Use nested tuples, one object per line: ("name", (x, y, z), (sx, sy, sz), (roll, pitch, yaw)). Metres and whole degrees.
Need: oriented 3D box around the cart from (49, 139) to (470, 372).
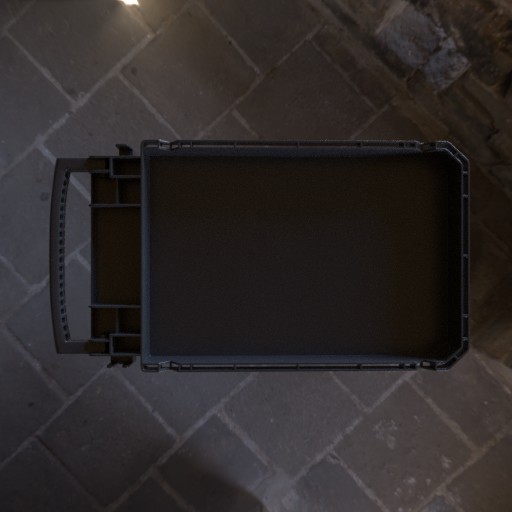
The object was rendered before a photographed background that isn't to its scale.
("cart", (0.000, 0.000, 1.731), (1.239, 0.884, 0.674), (0, 90, -1))
